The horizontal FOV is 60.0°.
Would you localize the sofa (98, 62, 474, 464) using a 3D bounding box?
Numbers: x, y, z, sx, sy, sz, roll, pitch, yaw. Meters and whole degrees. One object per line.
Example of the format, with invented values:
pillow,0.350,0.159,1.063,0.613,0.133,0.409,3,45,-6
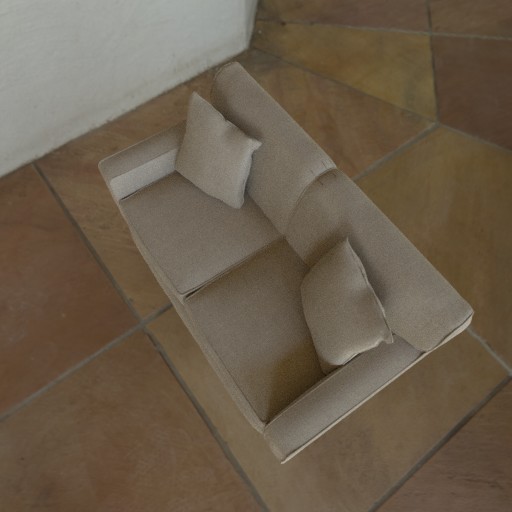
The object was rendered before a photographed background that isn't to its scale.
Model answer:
sofa,0.000,0.000,2.402,0.998,0.958,1.846,-31,67,-15
